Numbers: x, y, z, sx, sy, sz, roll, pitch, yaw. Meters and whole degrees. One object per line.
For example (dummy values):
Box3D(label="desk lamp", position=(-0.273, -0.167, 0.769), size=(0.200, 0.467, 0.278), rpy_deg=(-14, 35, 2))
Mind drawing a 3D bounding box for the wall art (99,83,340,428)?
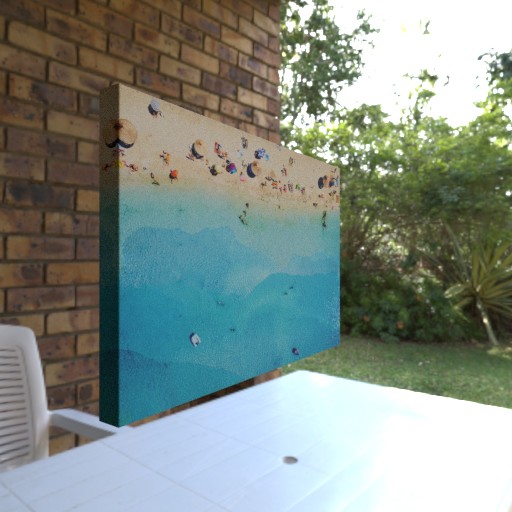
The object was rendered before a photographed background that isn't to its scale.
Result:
Box3D(label="wall art", position=(0.000, 0.000, 1.143), size=(0.057, 0.595, 0.894), rpy_deg=(0, 0, 35))
